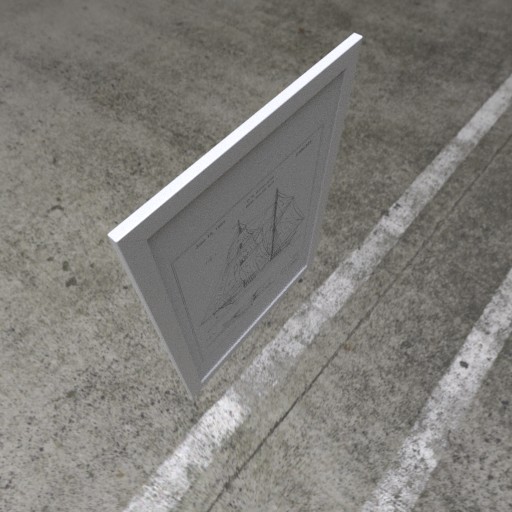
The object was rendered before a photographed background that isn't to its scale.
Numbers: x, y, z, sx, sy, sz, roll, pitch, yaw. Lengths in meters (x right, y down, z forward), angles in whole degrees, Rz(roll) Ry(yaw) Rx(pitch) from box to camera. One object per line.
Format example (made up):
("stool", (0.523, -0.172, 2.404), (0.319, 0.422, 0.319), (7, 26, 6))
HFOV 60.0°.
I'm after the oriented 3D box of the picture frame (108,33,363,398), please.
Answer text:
("picture frame", (0.000, 0.000, 0.678), (0.012, 0.534, 0.381), (36, 65, 20))
